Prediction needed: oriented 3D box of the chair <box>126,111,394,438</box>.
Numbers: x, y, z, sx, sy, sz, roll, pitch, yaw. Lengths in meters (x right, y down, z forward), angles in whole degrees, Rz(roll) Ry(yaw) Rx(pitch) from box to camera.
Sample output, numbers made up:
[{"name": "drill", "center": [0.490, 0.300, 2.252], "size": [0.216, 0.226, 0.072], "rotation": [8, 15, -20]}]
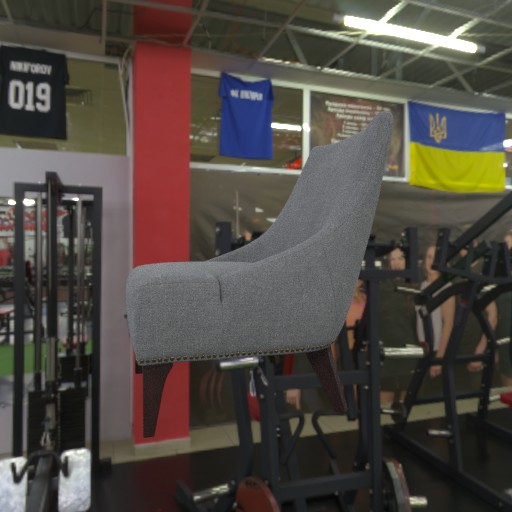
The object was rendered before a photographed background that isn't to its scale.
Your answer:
[{"name": "chair", "center": [0.000, 0.000, 1.530], "size": [0.861, 0.909, 0.701], "rotation": [0, 1, -17]}]
